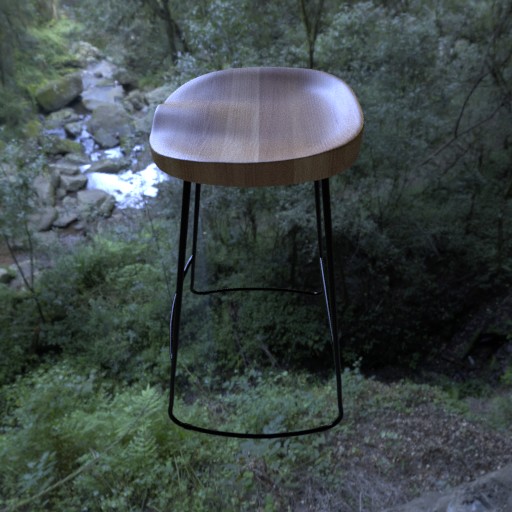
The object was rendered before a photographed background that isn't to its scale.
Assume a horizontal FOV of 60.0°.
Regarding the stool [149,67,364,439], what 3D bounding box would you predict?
[{"bbox_3d":[0.000,0.000,0.959,0.401,0.679,0.480,0,41,1],"label":"stool"}]
